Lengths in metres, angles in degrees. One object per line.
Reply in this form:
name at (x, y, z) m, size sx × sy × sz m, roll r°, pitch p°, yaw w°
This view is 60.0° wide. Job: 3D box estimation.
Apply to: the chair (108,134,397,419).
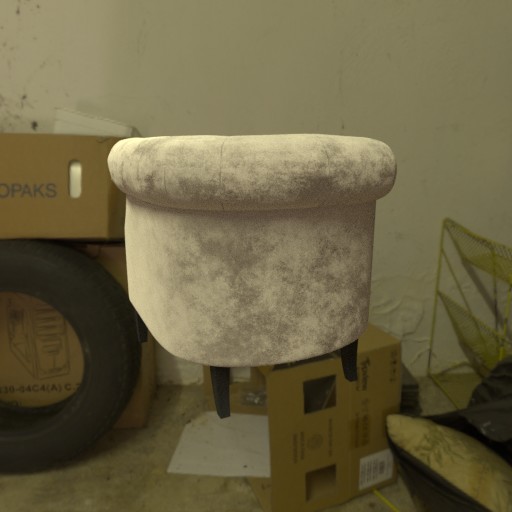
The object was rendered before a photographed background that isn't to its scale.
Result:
chair at (0.000, 0.000, 1.584) m, size 0.904 × 0.826 × 0.851 m, roll -7°, pitch 15°, yaw -26°
